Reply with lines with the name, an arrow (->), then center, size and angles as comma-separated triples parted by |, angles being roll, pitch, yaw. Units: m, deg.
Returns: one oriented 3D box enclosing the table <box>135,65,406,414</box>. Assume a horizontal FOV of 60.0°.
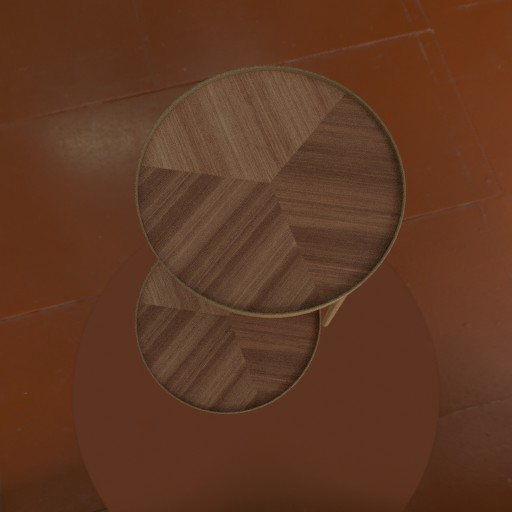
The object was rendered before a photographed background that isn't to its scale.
table -> 0.000, 0.000, 1.118 | 0.532, 0.555, 0.751 | 19, 76, 5
